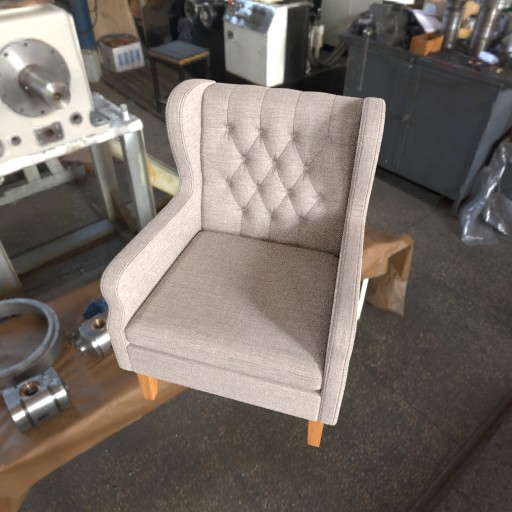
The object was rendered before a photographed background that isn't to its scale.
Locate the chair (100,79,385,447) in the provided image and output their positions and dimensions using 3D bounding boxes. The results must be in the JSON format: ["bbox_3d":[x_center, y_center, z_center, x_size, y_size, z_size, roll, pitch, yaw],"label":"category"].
[{"bbox_3d":[0.000,0.000,1.474,0.710,0.930,0.760,11,42,13],"label":"chair"}]
